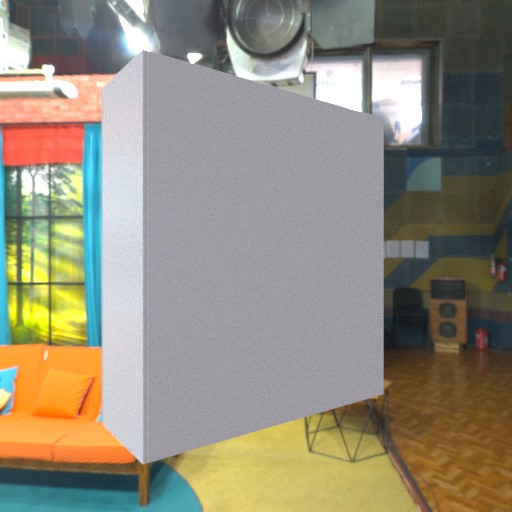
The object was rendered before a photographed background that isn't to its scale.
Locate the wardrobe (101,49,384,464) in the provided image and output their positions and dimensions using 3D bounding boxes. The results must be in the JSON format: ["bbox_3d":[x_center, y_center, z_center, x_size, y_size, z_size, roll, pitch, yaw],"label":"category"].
[{"bbox_3d":[0.000,0.000,2.862,1.780,1.960,0.629,0,0,-36],"label":"wardrobe"}]
